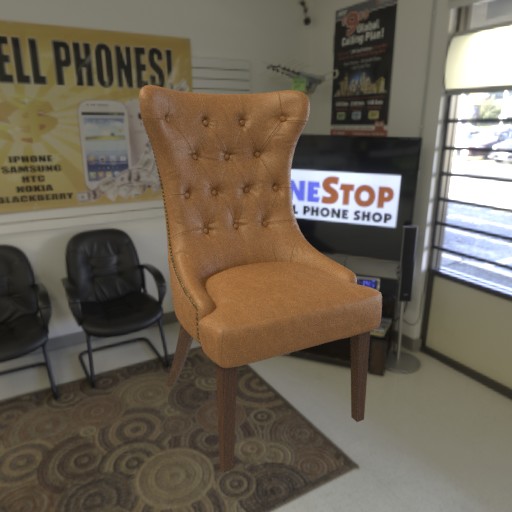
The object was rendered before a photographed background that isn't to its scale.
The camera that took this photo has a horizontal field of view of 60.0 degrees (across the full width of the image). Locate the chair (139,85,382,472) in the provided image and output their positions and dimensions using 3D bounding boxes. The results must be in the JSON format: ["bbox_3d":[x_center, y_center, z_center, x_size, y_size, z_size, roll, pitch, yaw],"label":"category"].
[{"bbox_3d":[0.000,0.000,1.462,0.611,1.065,0.669,-9,19,-26],"label":"chair"}]
